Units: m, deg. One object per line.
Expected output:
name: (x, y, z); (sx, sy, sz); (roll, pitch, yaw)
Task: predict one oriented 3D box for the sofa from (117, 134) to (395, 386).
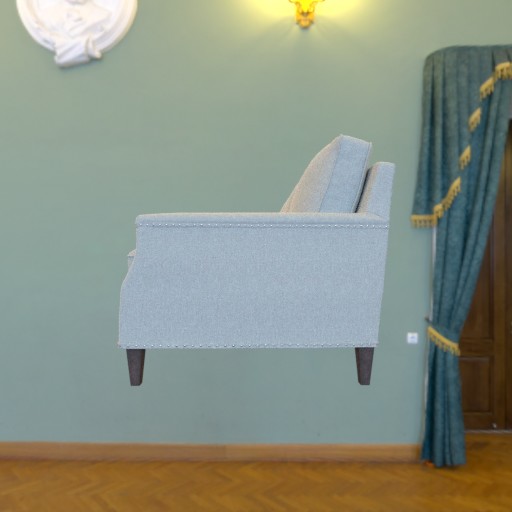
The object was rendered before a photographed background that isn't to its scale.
sofa: (0.000, 0.000, 2.779); (1.084, 1.003, 2.246); (0, 0, -1)
